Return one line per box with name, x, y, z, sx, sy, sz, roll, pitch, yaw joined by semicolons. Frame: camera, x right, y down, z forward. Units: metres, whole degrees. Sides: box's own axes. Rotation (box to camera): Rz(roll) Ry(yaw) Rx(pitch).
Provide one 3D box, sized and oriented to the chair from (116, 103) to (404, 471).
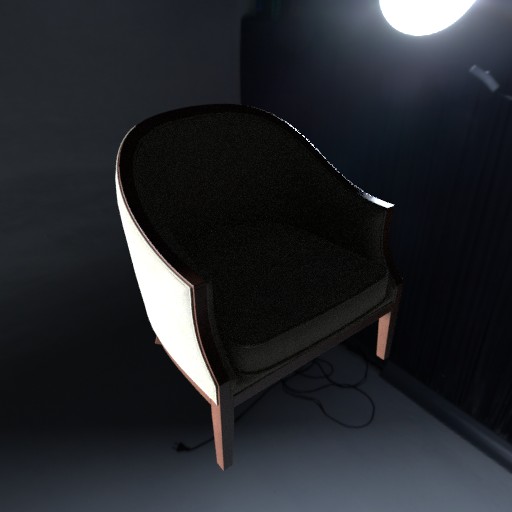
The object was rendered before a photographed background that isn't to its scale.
chair;0.000;0.000;1.506;0.803;0.876;0.735;-22;36;-33
